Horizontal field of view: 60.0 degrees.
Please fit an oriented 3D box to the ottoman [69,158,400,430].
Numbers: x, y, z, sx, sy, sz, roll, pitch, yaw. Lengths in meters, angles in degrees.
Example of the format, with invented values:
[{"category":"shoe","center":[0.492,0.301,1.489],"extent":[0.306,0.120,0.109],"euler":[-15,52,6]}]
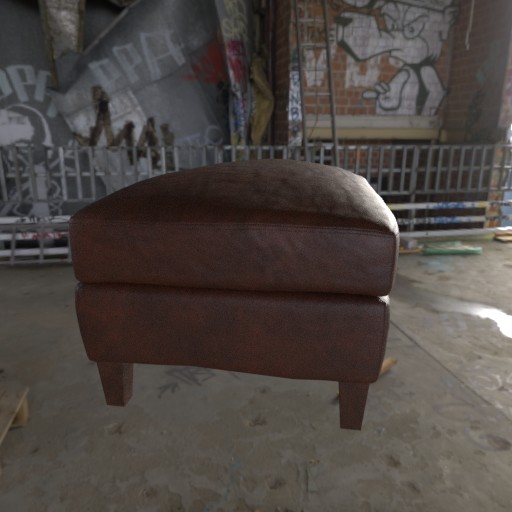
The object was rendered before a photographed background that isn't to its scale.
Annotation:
[{"category":"ottoman","center":[0.000,0.000,1.261],"extent":[0.659,0.527,0.887],"euler":[2,16,8]}]
